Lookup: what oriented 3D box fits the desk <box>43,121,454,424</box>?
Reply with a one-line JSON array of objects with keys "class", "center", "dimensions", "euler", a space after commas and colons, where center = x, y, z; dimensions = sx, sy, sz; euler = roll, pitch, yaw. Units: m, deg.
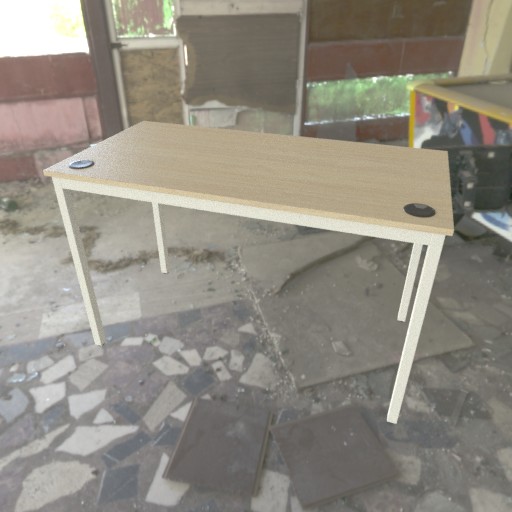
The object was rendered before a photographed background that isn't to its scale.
[{"class": "desk", "center": [0.000, 0.000, 1.657], "dimensions": [1.200, 0.750, 0.600], "euler": [10, 33, 16]}]
